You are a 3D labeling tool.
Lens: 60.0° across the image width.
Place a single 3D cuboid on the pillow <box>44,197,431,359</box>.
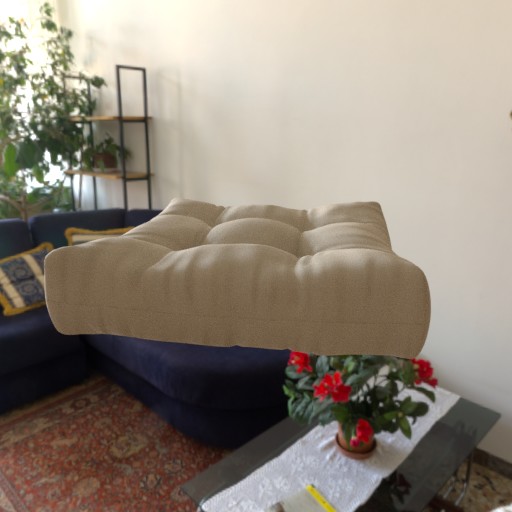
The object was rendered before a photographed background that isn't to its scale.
[{"bbox_3d":[0.000,0.000,0.730,0.468,0.128,0.490,2,16,8],"label":"pillow"}]
